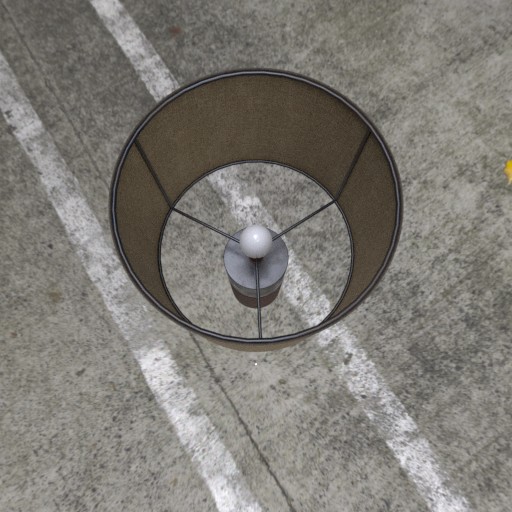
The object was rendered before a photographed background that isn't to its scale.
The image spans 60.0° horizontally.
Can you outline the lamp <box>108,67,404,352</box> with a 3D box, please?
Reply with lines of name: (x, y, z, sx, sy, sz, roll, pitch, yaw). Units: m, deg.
lamp: (0.000, 0.000, 0.473, 0.202, 0.350, 0.202, 0, 76, 0)
